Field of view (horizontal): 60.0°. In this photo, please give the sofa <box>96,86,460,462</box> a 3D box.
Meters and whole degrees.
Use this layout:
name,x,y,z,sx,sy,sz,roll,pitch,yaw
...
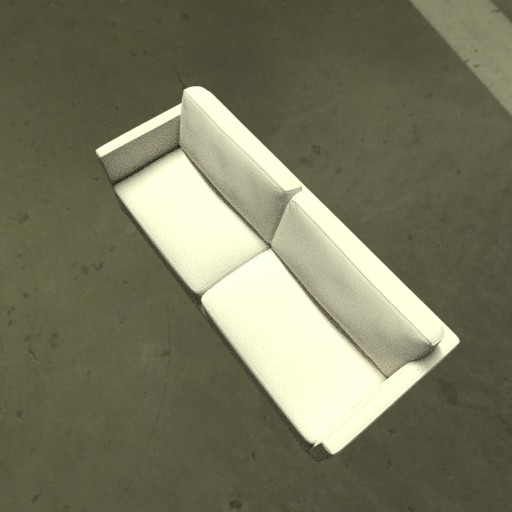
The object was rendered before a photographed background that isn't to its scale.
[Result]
name,x,y,z,sx,sy,sz,roll,pitch,yaw
sofa,0.000,0.000,2.860,0.951,0.962,2.361,-35,68,-16
